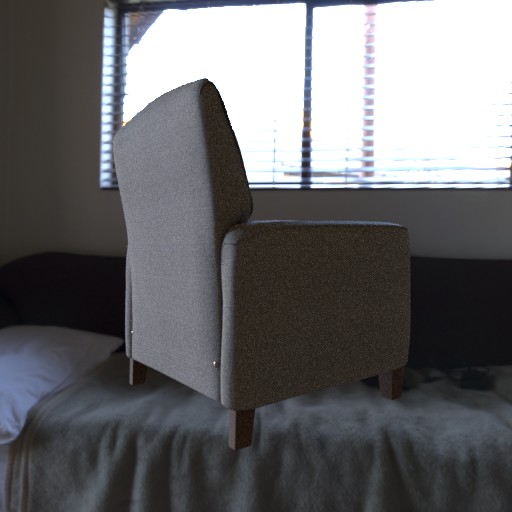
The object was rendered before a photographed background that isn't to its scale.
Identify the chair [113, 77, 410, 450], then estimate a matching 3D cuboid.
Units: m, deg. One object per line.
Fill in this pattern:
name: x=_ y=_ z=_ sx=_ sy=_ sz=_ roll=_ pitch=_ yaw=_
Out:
chair: x=0.000 y=0.000 z=1.660 sx=0.864 sy=1.014 sz=0.848 roll=0 pitch=1 yaw=-37
